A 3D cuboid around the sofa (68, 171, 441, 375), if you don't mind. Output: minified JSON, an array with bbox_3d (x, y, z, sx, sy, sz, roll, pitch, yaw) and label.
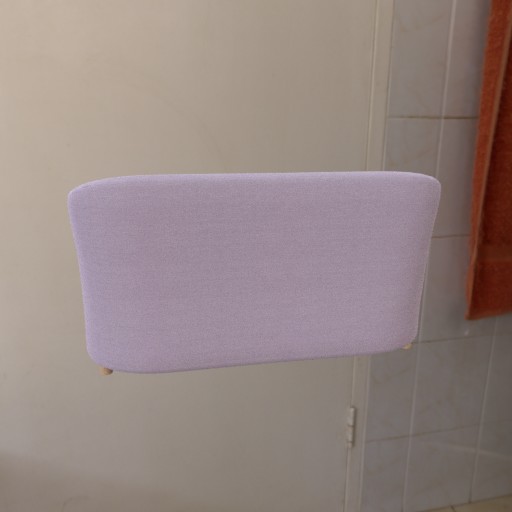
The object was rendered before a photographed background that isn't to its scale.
[{"bbox_3d":[0.000,0.000,1.817,1.452,0.721,0.705,-3,15,-10],"label":"sofa"}]
